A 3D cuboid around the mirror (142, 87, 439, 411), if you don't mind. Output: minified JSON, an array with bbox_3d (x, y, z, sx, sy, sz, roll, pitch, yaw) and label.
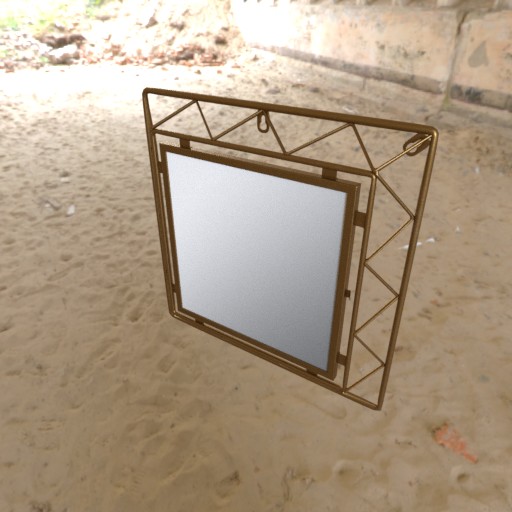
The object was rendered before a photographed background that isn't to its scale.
[{"bbox_3d":[0.000,0.000,0.629,0.416,0.414,0.046,19,35,28],"label":"mirror"}]
